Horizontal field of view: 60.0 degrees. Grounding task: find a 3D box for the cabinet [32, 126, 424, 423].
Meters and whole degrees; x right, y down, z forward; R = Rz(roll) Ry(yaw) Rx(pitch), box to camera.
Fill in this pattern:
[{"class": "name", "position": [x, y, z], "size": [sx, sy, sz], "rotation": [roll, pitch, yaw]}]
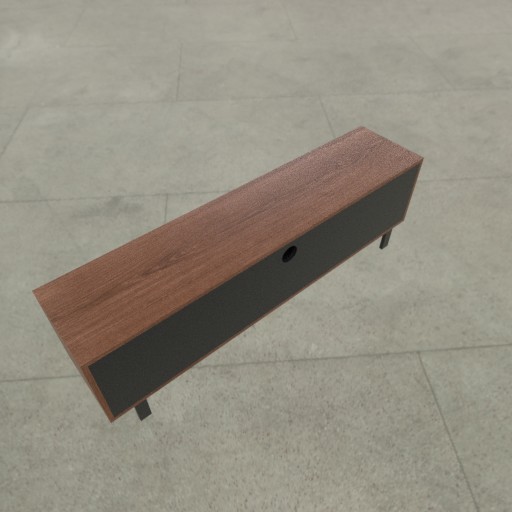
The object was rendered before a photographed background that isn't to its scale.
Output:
[{"class": "cabinet", "position": [0.000, 0.000, 1.923], "size": [1.650, 0.500, 0.400], "rotation": [-31, 53, -27]}]
